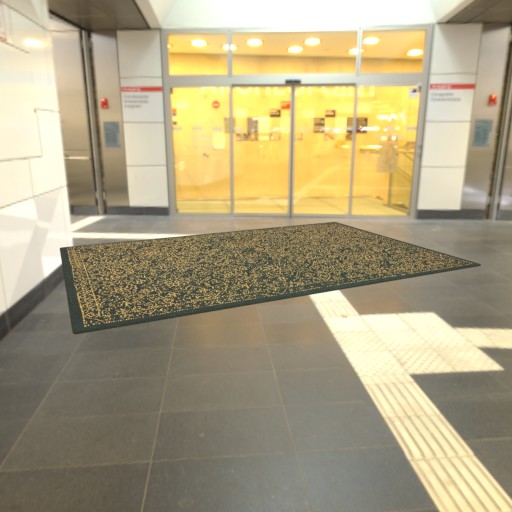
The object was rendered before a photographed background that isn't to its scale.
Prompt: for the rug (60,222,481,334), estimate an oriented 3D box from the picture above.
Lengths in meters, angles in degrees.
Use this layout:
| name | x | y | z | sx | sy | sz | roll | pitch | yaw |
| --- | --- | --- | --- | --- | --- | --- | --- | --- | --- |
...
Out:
| name | x | y | z | sx | sy | sz | roll | pitch | yaw |
| --- | --- | --- | --- | --- | --- | --- | --- | --- | --- |
| rug | 0.000 | 0.000 | 2.290 | 1.829 | 0.010 | 1.219 | -7 | 17 | -24 |
